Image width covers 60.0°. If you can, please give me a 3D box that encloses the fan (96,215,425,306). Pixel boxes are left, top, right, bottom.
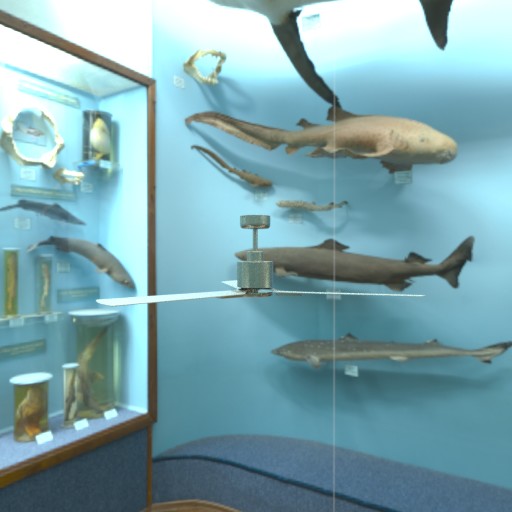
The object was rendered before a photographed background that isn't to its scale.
[{"bbox_3d":[0.000,0.000,2.355,1.561,0.446,1.531,0,1,35],"label":"fan"}]
